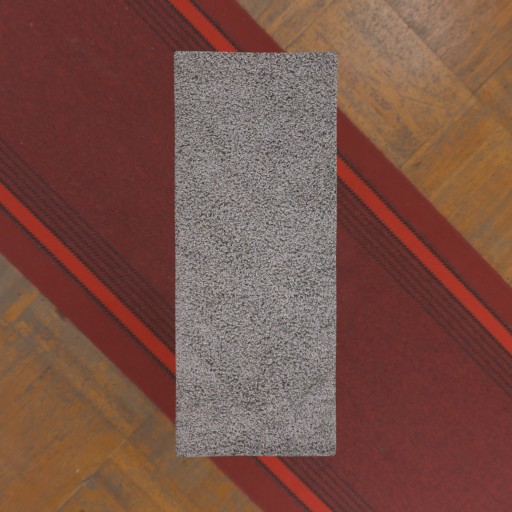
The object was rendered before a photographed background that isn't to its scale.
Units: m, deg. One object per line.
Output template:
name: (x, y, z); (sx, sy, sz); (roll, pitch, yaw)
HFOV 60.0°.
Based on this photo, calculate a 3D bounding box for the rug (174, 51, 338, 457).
rug: (0.000, 0.000, 1.673); (0.609, 0.030, 1.524); (0, 91, -1)
